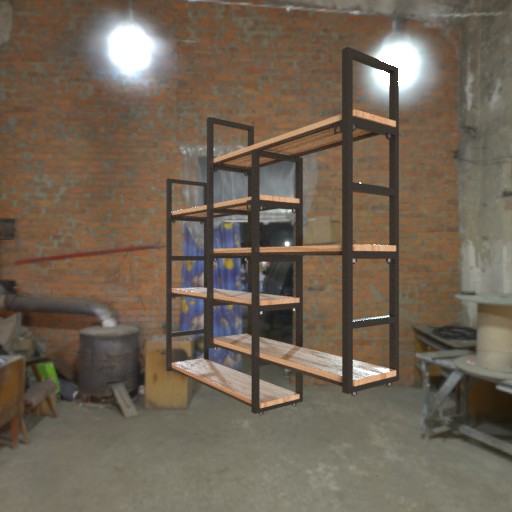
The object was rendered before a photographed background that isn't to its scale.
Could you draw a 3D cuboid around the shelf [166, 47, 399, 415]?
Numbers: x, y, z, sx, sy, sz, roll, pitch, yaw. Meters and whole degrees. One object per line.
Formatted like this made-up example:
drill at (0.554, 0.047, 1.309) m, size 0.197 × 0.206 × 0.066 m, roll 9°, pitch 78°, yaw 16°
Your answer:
shelf at (0.000, 0.000, 1.408) m, size 0.183 × 0.921 × 0.946 m, roll 0°, pitch 0°, yaw -36°
